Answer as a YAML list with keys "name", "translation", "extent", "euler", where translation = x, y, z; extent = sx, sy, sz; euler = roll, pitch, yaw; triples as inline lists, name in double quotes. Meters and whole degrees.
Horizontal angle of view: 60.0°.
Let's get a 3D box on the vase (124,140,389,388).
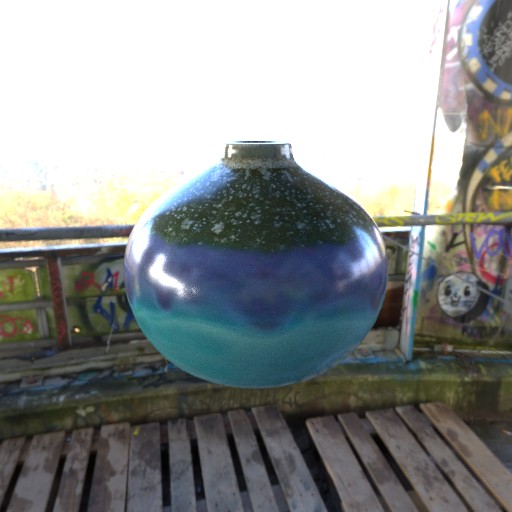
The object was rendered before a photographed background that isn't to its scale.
- name: "vase"
  translation: [0.000, 0.000, 0.266]
  extent: [0.154, 0.133, 0.154]
  euler: [0, 17, 0]
